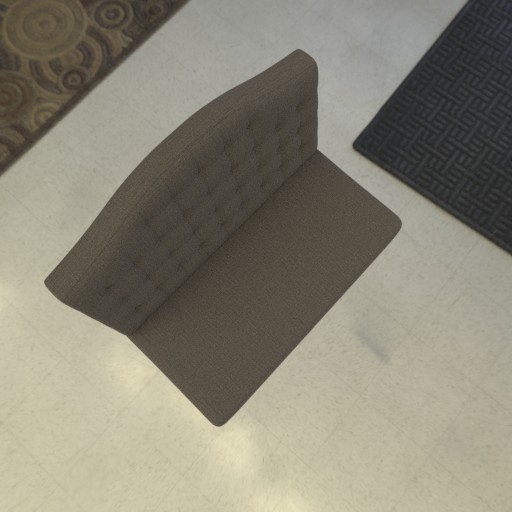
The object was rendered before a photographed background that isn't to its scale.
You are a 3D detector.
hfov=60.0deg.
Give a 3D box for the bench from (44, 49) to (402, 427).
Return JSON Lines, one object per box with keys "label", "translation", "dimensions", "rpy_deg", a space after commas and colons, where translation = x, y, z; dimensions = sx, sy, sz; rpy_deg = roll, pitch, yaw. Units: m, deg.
{"label": "bench", "translation": [0.000, 0.000, 2.003], "dimensions": [0.815, 1.180, 1.335], "rpy_deg": [42, 79, 10]}
